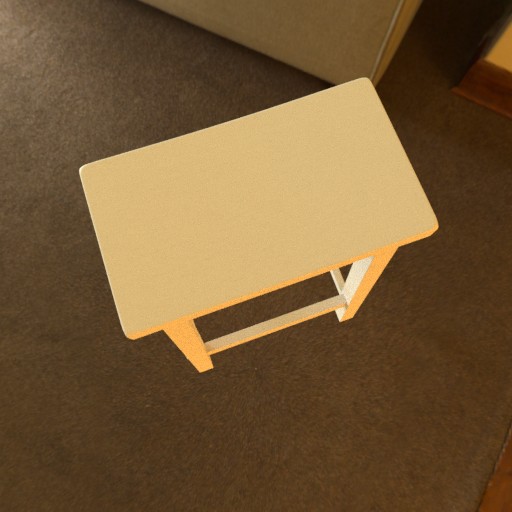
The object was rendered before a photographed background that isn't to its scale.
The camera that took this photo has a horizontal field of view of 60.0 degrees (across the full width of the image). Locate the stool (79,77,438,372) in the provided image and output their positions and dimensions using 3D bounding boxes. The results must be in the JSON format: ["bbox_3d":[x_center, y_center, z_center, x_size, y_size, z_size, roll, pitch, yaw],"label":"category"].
[{"bbox_3d":[0.000,0.000,0.853,0.406,0.610,0.322,-19,76,-5],"label":"stool"}]
